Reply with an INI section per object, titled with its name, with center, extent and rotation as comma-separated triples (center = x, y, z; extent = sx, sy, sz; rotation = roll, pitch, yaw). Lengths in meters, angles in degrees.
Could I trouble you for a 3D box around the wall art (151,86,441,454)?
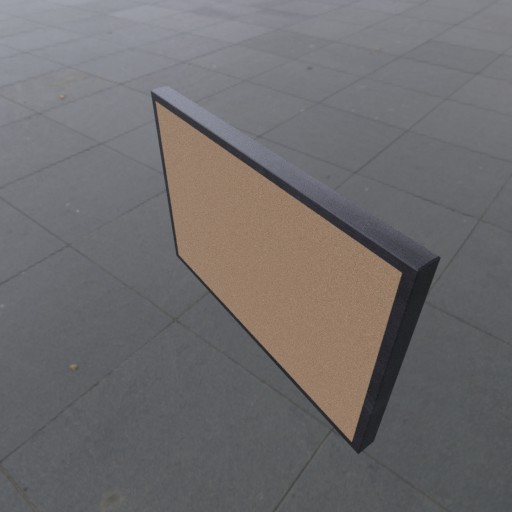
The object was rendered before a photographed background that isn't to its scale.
[wall art]
center = 0.000, 0.000, 0.778
extent = 0.038, 0.409, 0.610
rotation = -26, 47, -27
